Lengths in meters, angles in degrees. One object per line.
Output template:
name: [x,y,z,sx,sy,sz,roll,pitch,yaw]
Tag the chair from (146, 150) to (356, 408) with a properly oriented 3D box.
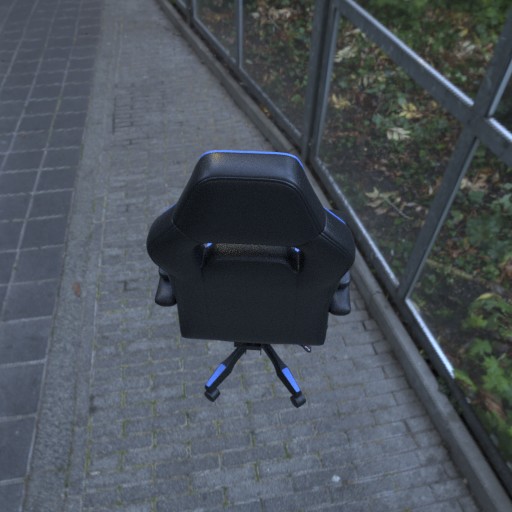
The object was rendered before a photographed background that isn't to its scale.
chair: [0.000,0.000,1.682,0.700,1.280,0.700,3,47,2]
